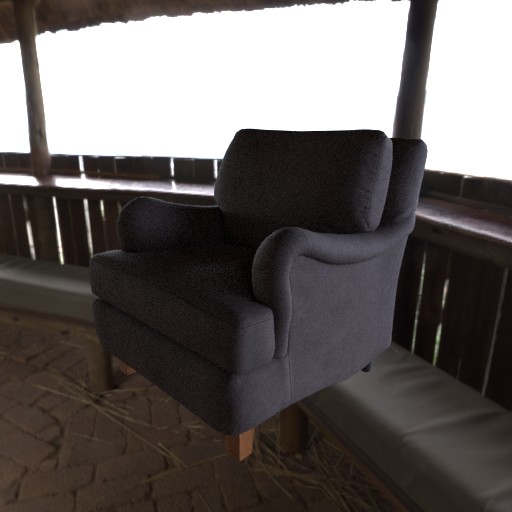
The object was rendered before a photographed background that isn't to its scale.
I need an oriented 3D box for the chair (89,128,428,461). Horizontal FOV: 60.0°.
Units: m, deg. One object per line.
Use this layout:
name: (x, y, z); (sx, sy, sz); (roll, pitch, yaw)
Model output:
chair: (0.000, 0.000, 1.808); (1.070, 0.997, 0.955); (-16, 23, -42)
